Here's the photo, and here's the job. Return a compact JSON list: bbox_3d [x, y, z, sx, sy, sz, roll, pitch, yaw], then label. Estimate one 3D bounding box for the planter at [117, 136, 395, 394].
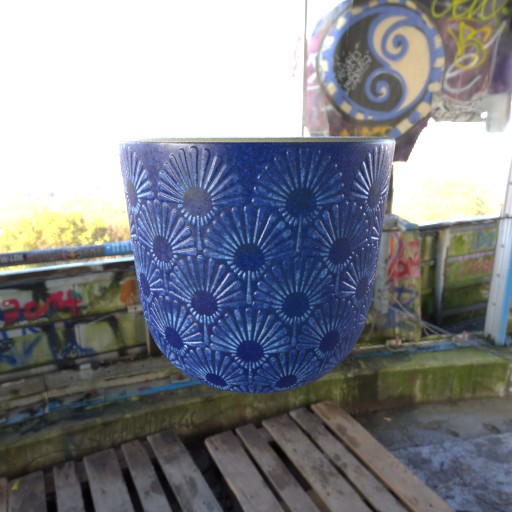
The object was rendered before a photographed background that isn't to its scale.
[{"bbox_3d":[0.000,0.000,0.367,0.206,0.190,0.206,0,15,0],"label":"planter"}]
